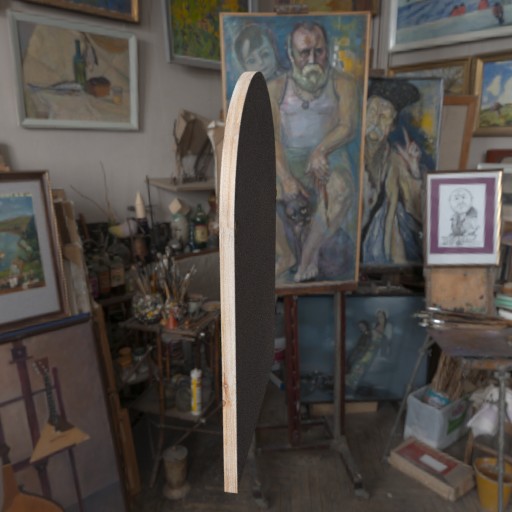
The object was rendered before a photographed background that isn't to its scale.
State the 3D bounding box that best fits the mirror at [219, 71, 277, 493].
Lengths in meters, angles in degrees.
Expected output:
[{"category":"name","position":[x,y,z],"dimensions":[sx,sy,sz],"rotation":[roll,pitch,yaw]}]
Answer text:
[{"category":"mirror","position":[0.000,0.000,1.189],"dimensions":[0.032,0.920,0.660],"rotation":[2,14,9]}]
